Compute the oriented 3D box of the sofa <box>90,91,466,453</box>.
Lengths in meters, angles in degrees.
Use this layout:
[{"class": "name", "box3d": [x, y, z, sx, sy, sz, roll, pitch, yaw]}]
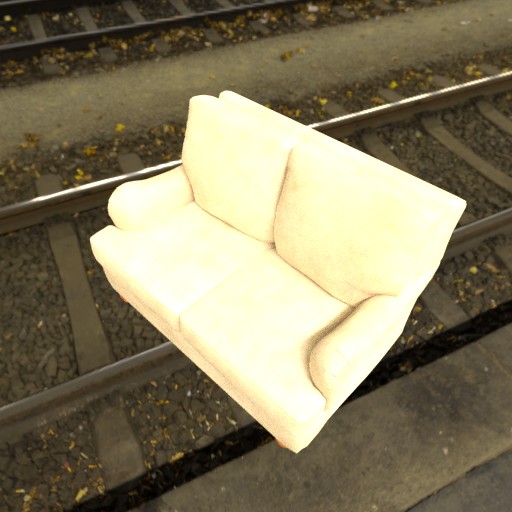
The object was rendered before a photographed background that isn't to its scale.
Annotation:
[{"class": "sofa", "box3d": [0.000, 0.000, 2.245, 1.498, 1.087, 1.086, 34, 56, 28]}]
